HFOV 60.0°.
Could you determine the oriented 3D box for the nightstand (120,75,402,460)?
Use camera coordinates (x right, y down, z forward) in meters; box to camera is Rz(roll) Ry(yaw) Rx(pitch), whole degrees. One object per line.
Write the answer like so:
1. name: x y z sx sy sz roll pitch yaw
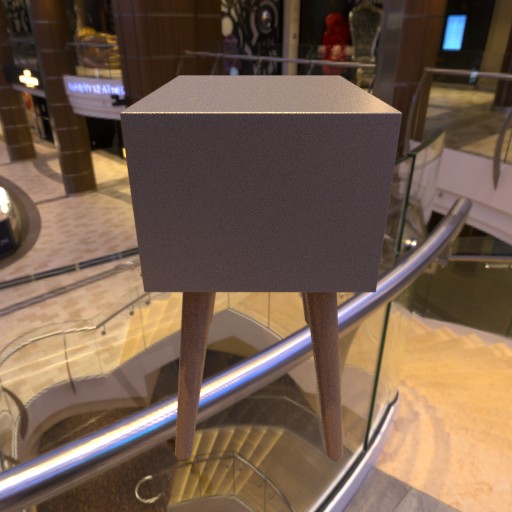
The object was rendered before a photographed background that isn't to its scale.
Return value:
1. nightstand: 0.000 0.000 0.715 0.288 0.508 0.370 0 27 0
